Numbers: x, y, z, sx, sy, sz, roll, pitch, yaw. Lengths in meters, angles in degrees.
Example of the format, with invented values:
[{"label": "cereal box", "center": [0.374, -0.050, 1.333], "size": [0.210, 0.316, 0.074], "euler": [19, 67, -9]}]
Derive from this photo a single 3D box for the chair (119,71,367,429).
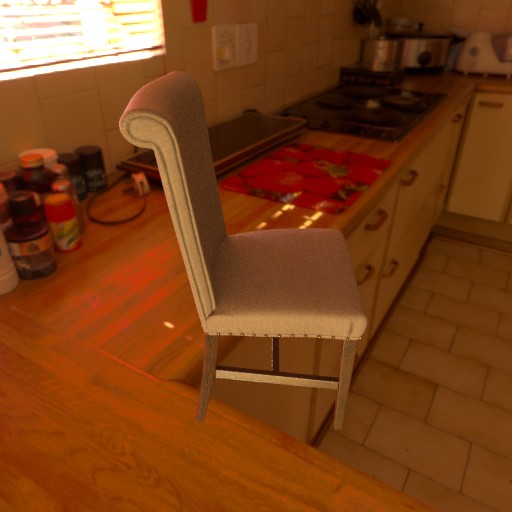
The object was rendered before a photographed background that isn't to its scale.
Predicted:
[{"label": "chair", "center": [0.000, 0.000, 1.360], "size": [0.608, 0.988, 0.513], "euler": [1, 31, 1]}]
